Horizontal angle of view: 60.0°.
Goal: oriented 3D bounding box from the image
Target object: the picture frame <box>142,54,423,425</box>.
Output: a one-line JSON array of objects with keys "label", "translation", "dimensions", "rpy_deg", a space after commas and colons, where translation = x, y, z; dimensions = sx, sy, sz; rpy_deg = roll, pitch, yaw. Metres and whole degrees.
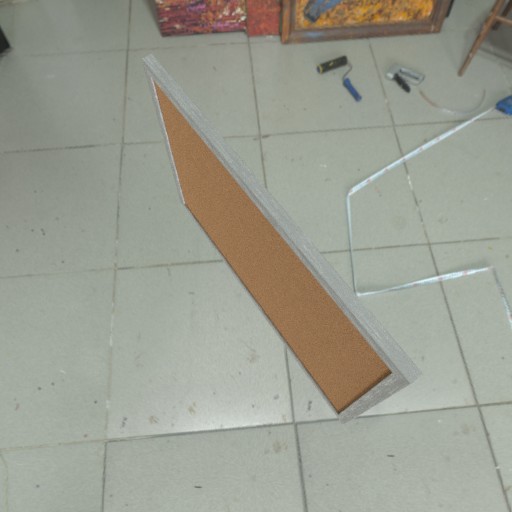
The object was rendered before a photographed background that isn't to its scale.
[{"label": "picture frame", "translation": [0.000, 0.000, 1.203], "dimensions": [0.029, 0.640, 0.950], "rpy_deg": [-32, 68, -15]}]
